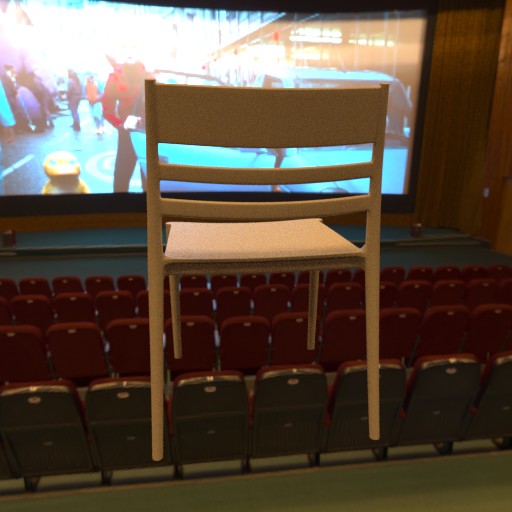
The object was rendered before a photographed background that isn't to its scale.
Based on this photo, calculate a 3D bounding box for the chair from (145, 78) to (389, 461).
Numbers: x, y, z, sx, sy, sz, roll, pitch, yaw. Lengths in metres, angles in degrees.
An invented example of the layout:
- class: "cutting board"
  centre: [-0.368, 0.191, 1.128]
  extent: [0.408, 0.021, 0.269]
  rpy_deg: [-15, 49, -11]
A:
- class: "chair"
  centre: [0.000, 0.000, 1.144]
  extent: [0.531, 0.800, 0.511]
  rpy_deg: [-2, 15, -8]
